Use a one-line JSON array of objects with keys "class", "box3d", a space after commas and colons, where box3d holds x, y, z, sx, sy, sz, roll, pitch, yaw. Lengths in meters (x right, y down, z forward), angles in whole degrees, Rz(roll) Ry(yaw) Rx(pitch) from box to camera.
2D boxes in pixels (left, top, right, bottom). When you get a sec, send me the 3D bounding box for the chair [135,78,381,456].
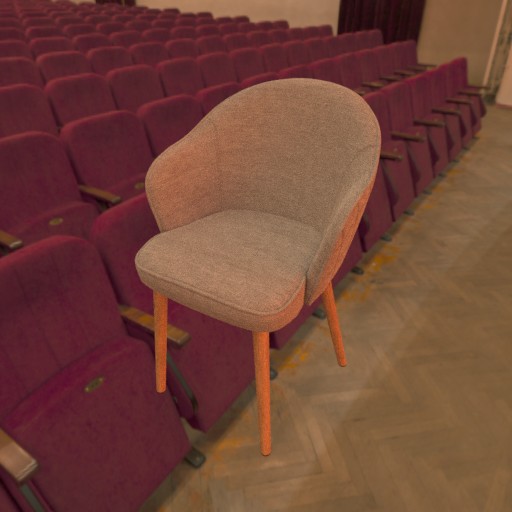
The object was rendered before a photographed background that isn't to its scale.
[{"class": "chair", "box3d": [0.000, 0.000, 1.150, 0.540, 0.800, 0.530, 19, 35, 29]}]
